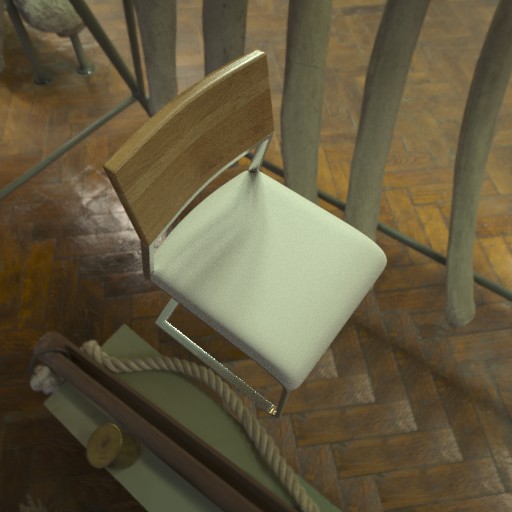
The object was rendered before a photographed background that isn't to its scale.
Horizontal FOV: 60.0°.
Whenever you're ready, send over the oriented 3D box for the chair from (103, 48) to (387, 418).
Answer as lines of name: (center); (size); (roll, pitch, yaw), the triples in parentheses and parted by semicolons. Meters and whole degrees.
chair: (0.000, 0.000, 1.202); (0.585, 0.844, 0.467); (33, 63, 19)
